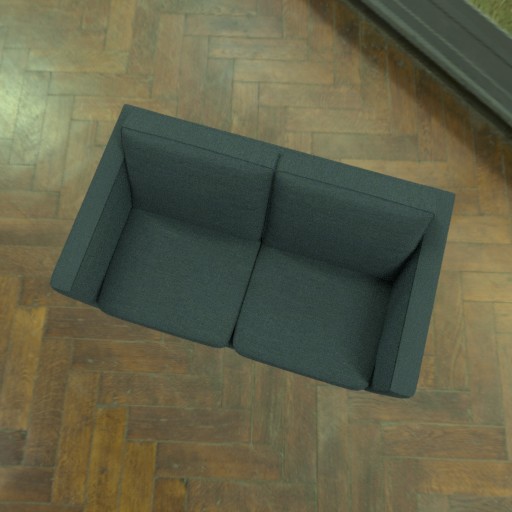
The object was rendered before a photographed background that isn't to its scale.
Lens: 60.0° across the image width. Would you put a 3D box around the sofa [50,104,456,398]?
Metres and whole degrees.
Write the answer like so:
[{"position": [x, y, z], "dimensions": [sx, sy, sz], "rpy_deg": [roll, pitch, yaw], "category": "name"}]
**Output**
[{"position": [0.000, 0.000, 2.261], "dimensions": [1.659, 0.907, 0.999], "rpy_deg": [16, 76, 4], "category": "sofa"}]
